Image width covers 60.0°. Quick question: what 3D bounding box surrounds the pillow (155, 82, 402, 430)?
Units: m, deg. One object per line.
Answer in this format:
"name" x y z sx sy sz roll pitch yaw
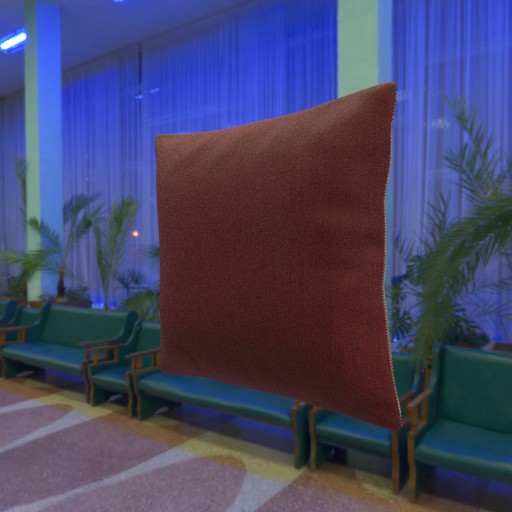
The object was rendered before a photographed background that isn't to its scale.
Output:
"pillow" 0.000 0.000 0.779 0.513 0.497 0.166 1 1 37
